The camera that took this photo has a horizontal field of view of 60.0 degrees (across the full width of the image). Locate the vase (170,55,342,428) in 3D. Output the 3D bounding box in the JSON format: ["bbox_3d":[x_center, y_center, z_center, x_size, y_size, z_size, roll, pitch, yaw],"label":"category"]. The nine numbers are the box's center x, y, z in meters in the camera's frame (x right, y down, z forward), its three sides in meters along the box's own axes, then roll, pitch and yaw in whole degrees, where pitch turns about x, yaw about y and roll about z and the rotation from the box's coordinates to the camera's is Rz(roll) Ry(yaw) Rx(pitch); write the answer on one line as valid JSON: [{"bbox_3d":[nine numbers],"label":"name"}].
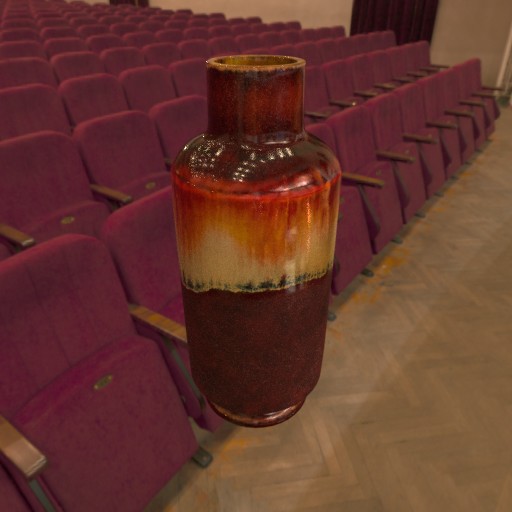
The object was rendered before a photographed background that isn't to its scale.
[{"bbox_3d":[0.000,0.000,0.321,0.111,0.261,0.111,0,30,0],"label":"vase"}]
